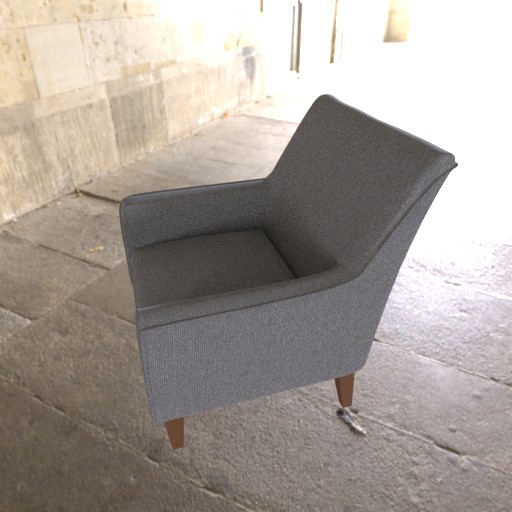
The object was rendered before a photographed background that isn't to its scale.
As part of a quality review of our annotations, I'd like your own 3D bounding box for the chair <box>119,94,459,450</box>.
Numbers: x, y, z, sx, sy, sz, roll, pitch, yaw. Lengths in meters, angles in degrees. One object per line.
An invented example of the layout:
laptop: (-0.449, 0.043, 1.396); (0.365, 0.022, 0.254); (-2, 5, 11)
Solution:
chair: (0.000, 0.000, 1.579); (0.899, 0.919, 0.780); (-9, 33, -15)
